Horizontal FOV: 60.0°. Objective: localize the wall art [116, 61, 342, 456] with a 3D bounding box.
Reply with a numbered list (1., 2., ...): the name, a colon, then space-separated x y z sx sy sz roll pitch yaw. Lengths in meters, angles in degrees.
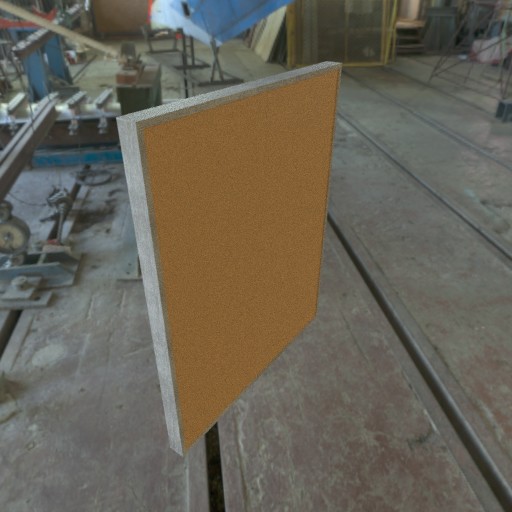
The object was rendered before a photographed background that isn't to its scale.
1. wall art: 0.000 0.000 0.706 0.032 0.521 0.421 21 38 30
